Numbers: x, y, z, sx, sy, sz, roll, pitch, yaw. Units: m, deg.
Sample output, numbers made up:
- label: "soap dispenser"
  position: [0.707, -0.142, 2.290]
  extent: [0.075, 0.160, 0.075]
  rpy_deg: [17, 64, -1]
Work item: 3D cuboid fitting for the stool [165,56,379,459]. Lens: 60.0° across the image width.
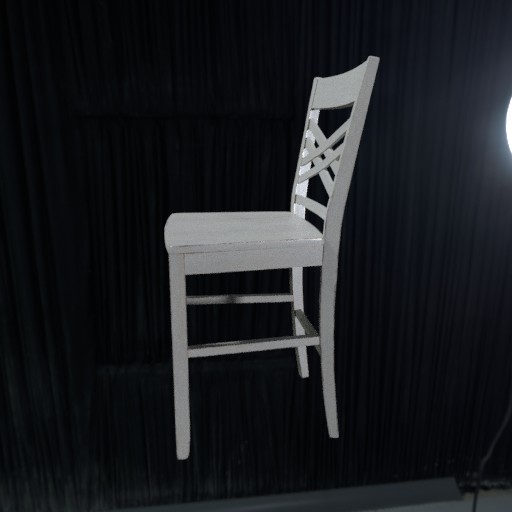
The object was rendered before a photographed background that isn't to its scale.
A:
- label: "stool"
  position: [0.000, 0.000, 1.361]
  extent: [0.539, 1.079, 0.462]
  rpy_deg: [-3, 16, -9]
